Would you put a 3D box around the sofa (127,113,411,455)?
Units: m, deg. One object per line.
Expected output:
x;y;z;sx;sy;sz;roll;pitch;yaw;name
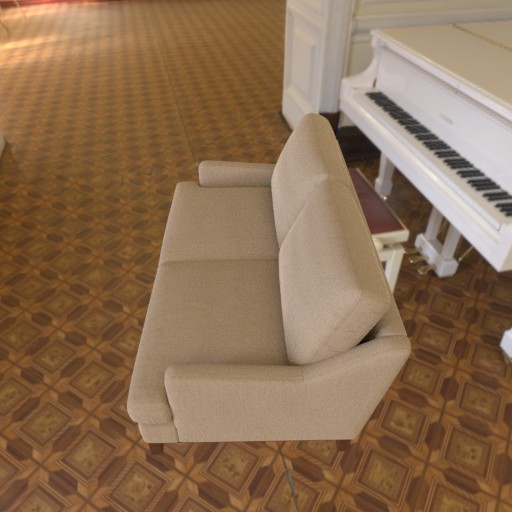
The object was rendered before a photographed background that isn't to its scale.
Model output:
0.000;0.000;2.209;1.004;0.910;1.619;-1;40;-1;sofa
